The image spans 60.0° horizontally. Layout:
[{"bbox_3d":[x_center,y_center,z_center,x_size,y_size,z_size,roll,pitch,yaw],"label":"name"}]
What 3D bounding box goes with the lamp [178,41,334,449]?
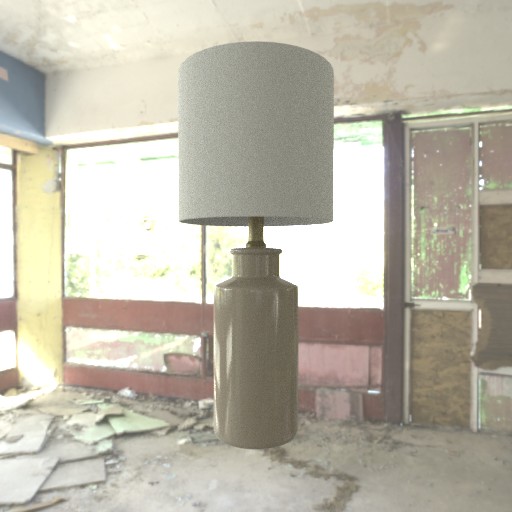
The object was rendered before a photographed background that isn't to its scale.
[{"bbox_3d":[0.000,0.000,0.614,0.212,0.493,0.212,0,1,-36],"label":"lamp"}]
